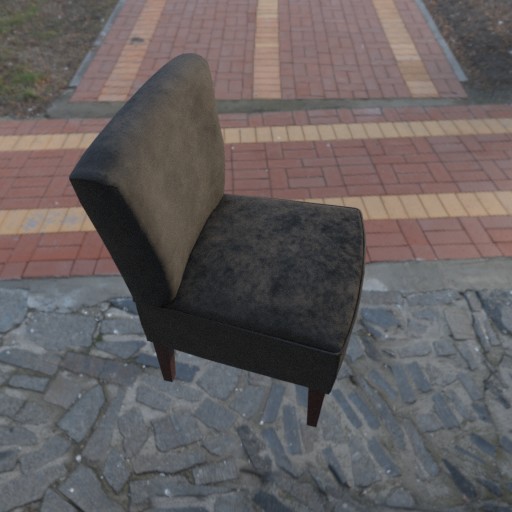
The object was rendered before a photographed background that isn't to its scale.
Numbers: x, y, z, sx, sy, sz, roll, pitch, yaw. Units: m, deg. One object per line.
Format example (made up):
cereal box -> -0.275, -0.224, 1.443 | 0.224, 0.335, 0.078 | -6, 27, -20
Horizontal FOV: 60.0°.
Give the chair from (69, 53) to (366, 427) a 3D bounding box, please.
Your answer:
chair -> 0.000, 0.000, 1.149 | 0.554, 0.806, 0.521 | 10, 47, 10
